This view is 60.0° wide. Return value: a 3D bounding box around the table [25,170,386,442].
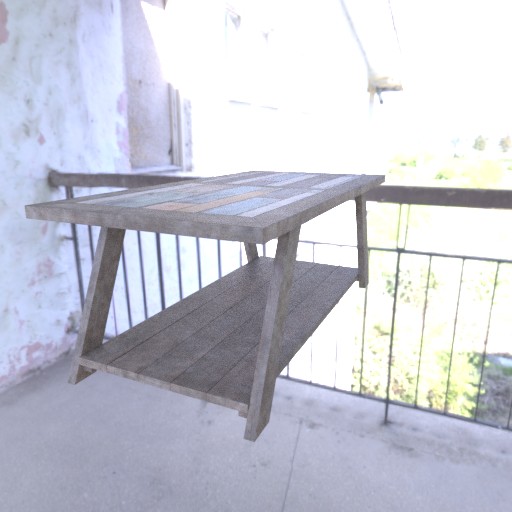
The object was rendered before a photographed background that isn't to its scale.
[{"bbox_3d":[0.000,0.000,1.494,0.610,0.470,1.219,7,17,25],"label":"table"}]
